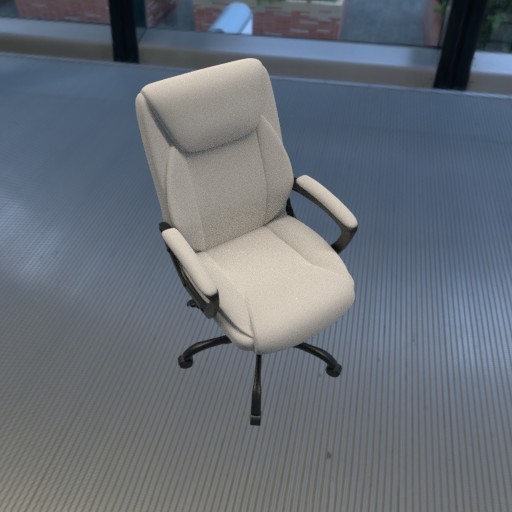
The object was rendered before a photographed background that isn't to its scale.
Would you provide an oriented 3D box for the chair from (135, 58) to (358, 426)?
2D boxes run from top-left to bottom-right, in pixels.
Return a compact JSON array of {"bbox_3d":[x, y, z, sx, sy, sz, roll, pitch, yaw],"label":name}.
[{"bbox_3d":[0.000,0.000,1.503,0.663,1.065,0.669,-25,51,-22],"label":"chair"}]
